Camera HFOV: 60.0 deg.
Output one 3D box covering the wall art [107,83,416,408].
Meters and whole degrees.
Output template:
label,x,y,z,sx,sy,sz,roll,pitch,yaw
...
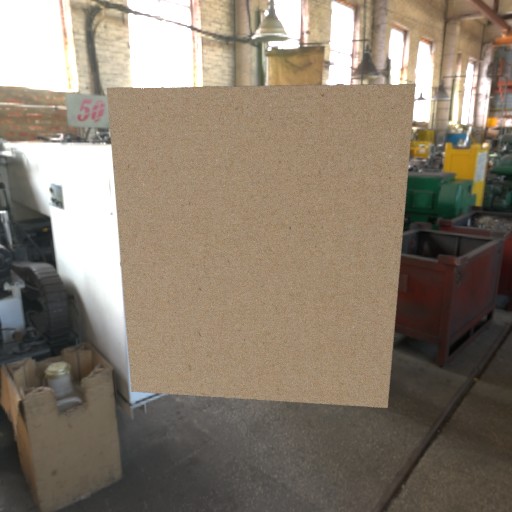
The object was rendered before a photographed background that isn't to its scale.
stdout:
label,x,y,z,sx,sy,sz,roll,pitch,yaw
wall art,0.000,0.000,1.201,0.755,0.863,0.028,2,15,6
